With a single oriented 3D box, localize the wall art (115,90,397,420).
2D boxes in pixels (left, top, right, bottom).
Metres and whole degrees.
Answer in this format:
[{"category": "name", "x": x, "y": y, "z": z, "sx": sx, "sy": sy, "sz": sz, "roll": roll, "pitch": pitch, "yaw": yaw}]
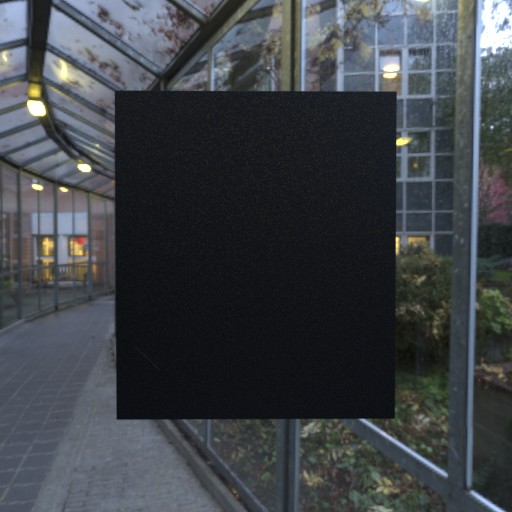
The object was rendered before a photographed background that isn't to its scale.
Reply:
[{"category": "wall art", "x": 0.000, "y": 0.000, "z": 0.528, "sx": 0.325, "sy": 0.380, "sz": 0.028, "roll": 0, "pitch": 1, "yaw": -1}]
